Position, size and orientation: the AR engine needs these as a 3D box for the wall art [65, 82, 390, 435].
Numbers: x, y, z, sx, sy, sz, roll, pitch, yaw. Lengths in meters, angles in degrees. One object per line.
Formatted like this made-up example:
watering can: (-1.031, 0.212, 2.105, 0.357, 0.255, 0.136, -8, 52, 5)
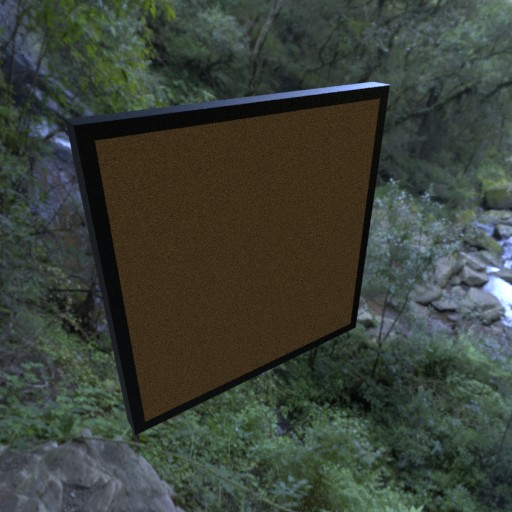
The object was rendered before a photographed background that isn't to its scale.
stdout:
wall art: (0.000, 0.000, 0.748, 0.508, 0.508, 0.038, -18, 34, -29)
